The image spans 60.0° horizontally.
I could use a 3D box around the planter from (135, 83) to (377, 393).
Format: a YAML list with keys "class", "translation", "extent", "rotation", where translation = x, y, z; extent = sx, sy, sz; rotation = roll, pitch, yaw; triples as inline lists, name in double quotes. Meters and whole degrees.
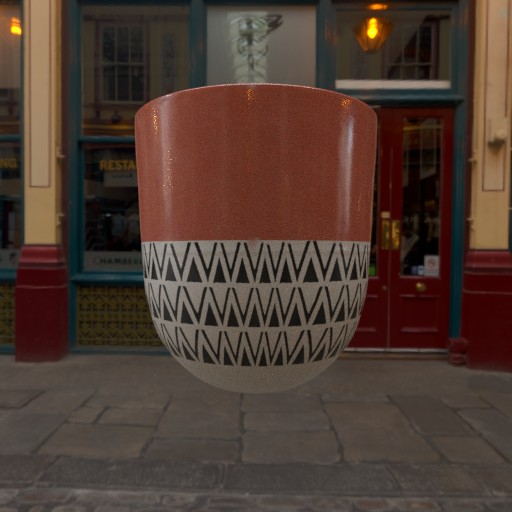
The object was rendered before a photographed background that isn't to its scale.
- class: "planter"
  translation: [0.000, 0.000, 0.370]
  extent: [0.195, 0.214, 0.195]
  rotation: [0, 1, 0]
